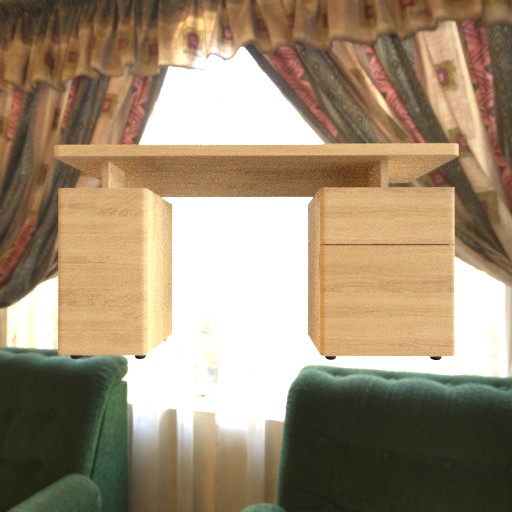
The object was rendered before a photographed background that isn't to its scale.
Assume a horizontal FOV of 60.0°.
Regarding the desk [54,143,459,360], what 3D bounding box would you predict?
[{"bbox_3d":[0.000,0.000,1.784,1.400,0.760,0.550,0,0,1],"label":"desk"}]
